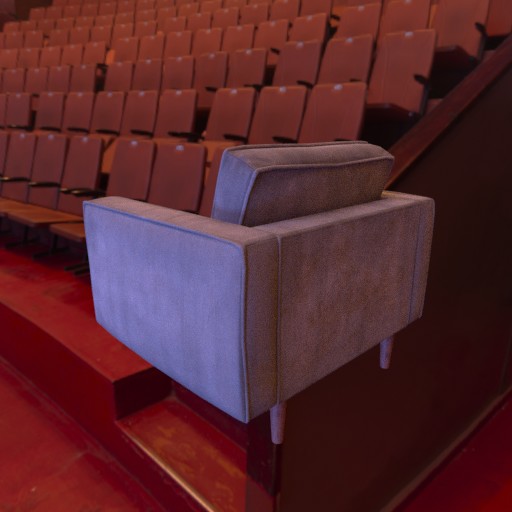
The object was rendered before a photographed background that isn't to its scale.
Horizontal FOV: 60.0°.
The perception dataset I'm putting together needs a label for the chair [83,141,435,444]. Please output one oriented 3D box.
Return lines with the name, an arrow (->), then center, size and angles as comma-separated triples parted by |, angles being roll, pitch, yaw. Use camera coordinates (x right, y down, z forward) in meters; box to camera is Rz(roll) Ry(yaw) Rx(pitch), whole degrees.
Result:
chair -> 0.000, 0.000, 1.535 | 0.928, 0.773, 0.843 | -15, 22, -42
